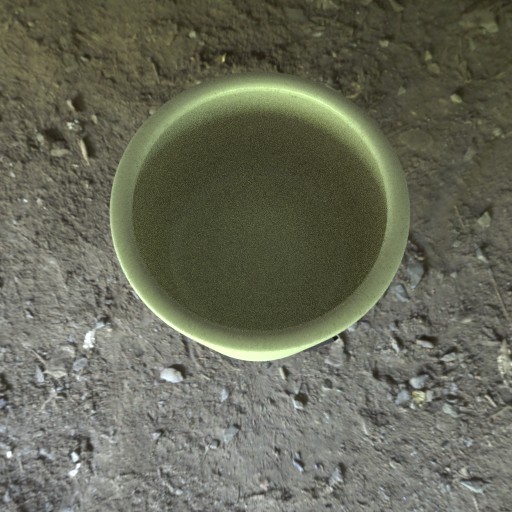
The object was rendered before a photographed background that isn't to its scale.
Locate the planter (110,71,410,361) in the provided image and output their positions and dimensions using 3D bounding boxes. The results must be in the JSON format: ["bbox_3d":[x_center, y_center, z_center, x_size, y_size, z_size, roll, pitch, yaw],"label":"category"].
[{"bbox_3d":[0.000,0.000,0.708,0.333,0.483,0.324,-4,76,-1],"label":"planter"}]
